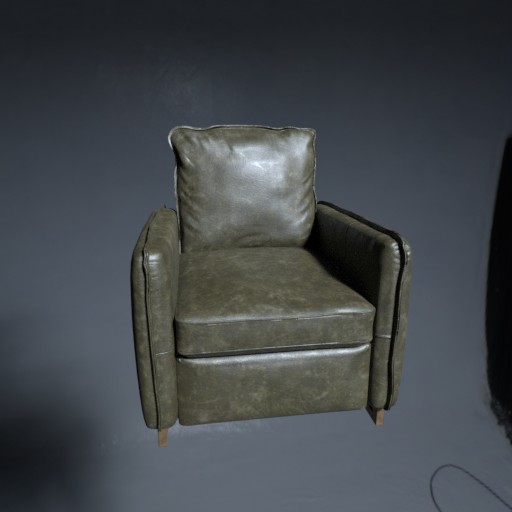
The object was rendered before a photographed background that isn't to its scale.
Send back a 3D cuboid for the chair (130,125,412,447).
[{"bbox_3d":[0.000,0.000,1.628,0.830,0.921,0.921,-2,17,-8],"label":"chair"}]
